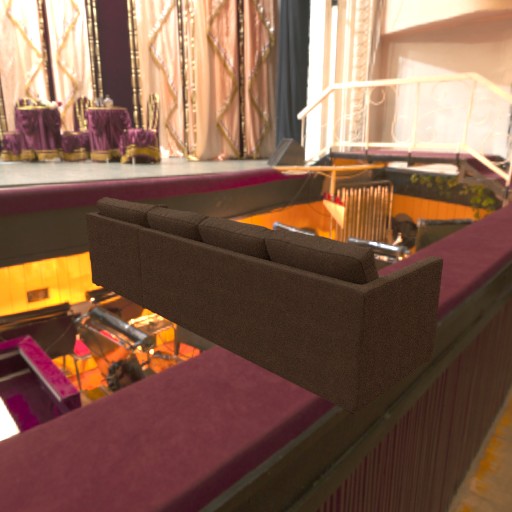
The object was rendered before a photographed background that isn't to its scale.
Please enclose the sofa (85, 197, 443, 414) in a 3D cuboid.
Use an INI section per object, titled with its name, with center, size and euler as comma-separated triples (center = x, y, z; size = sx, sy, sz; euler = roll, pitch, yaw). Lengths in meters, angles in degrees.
[sofa]
center = 0.000, 0.000, 3.907
size = 1.650, 0.922, 3.205
euler = -15, 21, -43
